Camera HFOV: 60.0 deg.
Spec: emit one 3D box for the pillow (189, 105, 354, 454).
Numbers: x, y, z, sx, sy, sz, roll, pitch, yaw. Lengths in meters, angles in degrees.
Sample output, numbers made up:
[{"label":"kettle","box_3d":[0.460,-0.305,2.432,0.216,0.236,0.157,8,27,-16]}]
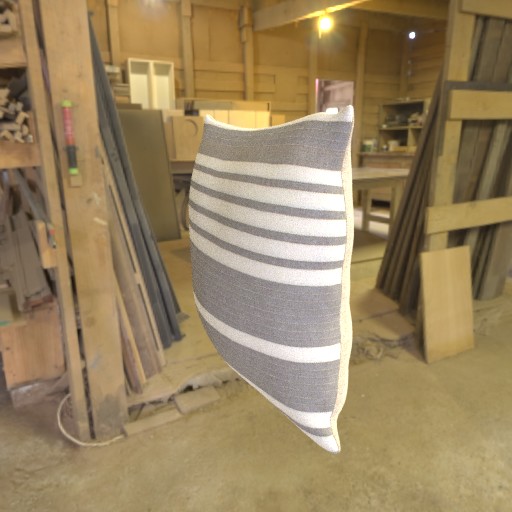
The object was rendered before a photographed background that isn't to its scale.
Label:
[{"label":"pillow","box_3d":[0.000,0.000,0.697,0.182,0.440,0.439,-7,17,-26]}]
